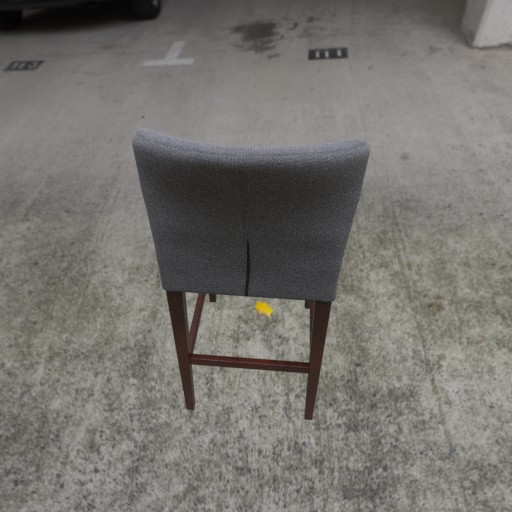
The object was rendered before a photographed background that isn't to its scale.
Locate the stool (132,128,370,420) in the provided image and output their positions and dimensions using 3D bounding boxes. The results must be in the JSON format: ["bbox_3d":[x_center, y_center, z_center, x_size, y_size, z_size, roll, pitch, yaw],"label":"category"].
[{"bbox_3d":[0.000,0.000,1.348,0.486,1.069,0.568,4,46,3],"label":"stool"}]
